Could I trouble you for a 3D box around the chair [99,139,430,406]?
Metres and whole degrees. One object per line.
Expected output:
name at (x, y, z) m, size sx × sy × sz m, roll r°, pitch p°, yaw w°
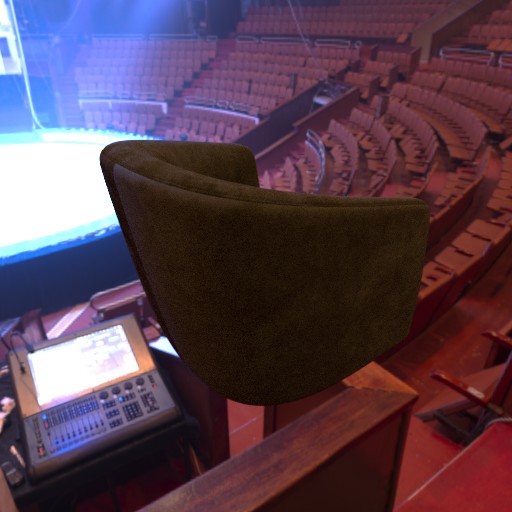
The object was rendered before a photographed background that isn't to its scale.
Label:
chair at (0.000, 0.000, 1.304) m, size 0.767 × 0.698 × 0.773 m, roll -18°, pitch 31°, yaw -32°
